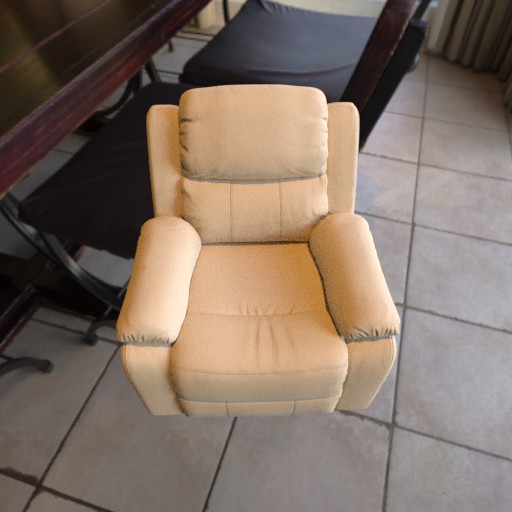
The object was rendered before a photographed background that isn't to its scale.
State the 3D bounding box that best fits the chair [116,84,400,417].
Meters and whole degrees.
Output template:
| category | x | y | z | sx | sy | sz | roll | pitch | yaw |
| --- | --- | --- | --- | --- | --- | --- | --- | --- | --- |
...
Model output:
| category | x | y | z | sx | sy | sz | roll | pitch | yaw |
| --- | --- | --- | --- | --- | --- | --- | --- | --- | --- |
| chair | 0.000 | 0.000 | 1.246 | 0.680 | 0.702 | 0.709 | -1 | 48 | -1 |
